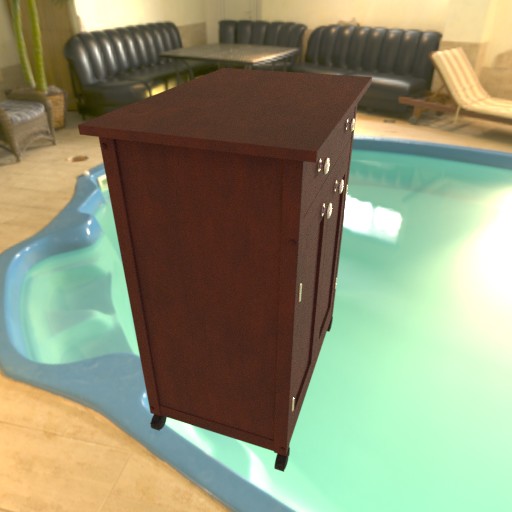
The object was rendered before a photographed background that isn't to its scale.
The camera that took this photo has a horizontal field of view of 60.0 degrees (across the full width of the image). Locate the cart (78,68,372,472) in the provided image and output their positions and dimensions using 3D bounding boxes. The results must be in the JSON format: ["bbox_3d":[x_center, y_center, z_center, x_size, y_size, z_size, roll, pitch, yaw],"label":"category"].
[{"bbox_3d":[0.000,0.000,1.240,0.442,0.864,0.683,11,33,17],"label":"cart"}]
